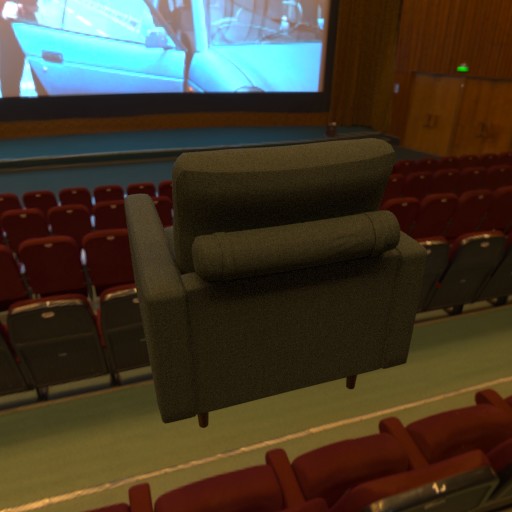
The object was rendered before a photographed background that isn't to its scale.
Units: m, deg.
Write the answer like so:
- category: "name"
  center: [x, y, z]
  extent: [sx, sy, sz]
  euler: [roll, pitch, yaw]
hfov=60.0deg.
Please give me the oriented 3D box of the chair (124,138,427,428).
- category: "chair"
  center: [0.000, 0.000, 1.554]
  extent: [0.821, 0.880, 0.843]
  euler: [-9, 28, -17]
